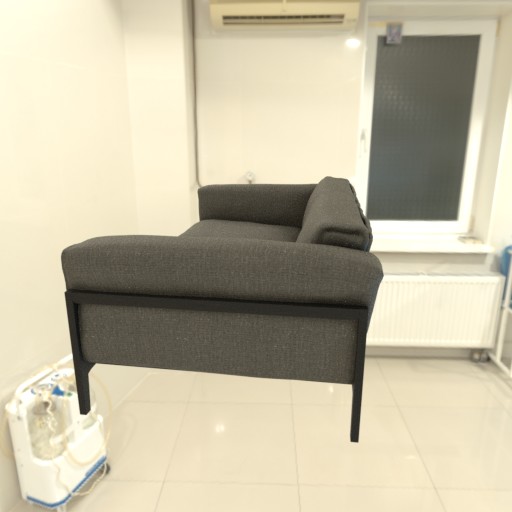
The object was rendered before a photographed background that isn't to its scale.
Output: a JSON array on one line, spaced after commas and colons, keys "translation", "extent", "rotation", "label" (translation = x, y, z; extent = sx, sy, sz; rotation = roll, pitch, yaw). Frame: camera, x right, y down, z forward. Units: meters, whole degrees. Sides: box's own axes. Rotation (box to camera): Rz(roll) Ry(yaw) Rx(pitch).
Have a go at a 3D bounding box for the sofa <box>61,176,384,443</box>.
[{"translation": [0.000, 0.000, 2.107], "extent": [0.960, 0.656, 1.690], "rotation": [2, 16, 8], "label": "sofa"}]
